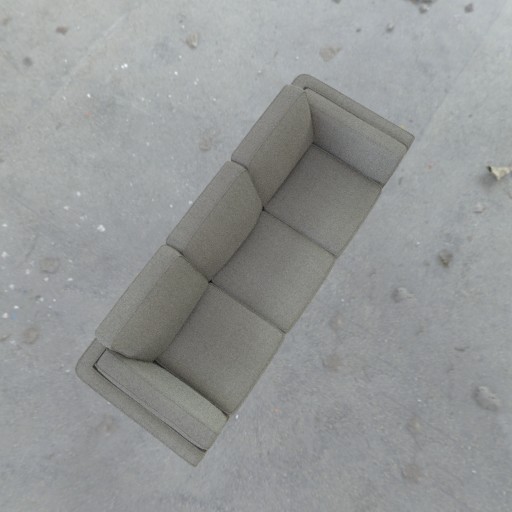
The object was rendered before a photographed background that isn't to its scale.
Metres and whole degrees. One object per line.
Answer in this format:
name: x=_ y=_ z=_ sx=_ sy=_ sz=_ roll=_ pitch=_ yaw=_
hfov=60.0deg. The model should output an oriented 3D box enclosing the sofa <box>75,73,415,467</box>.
sofa: x=0.000 y=0.000 z=2.844 sx=0.903 sy=0.899 sz=2.362 roll=34 pitch=78 yaw=8
